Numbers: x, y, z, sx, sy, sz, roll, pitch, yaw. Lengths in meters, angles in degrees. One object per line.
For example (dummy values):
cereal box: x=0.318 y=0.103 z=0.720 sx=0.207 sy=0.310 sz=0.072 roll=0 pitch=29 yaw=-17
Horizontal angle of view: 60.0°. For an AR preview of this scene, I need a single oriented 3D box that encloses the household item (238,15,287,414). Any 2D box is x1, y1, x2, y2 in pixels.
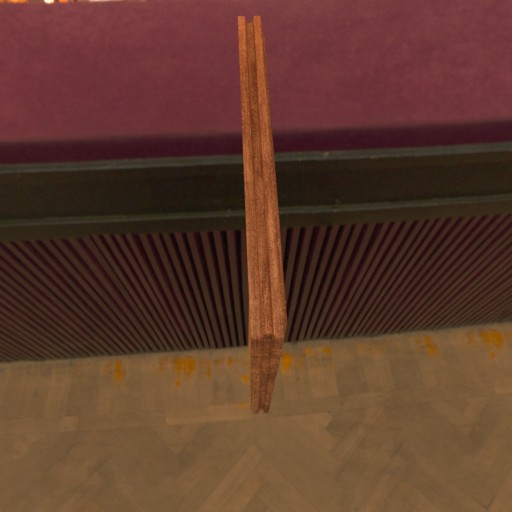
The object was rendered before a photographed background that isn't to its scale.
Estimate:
household item: x=0.000 y=0.000 z=0.315 sx=0.018 sy=0.237 sz=0.186 roll=-2 pitch=64 yaw=-1
